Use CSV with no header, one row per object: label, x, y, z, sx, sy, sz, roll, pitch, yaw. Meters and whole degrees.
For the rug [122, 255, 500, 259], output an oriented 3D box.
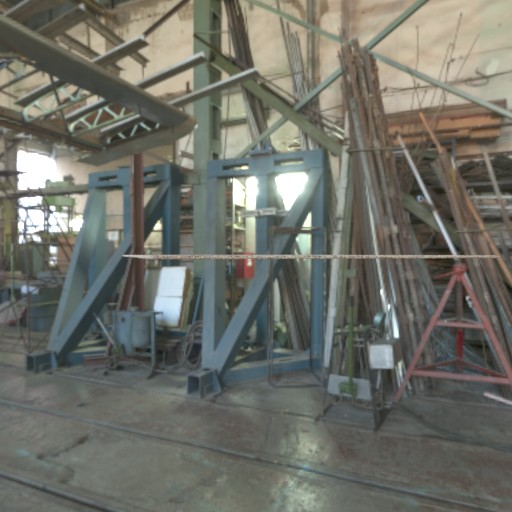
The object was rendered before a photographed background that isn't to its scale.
rug,0.000,0.000,2.830,1.547,0.013,2.283,0,0,-19
